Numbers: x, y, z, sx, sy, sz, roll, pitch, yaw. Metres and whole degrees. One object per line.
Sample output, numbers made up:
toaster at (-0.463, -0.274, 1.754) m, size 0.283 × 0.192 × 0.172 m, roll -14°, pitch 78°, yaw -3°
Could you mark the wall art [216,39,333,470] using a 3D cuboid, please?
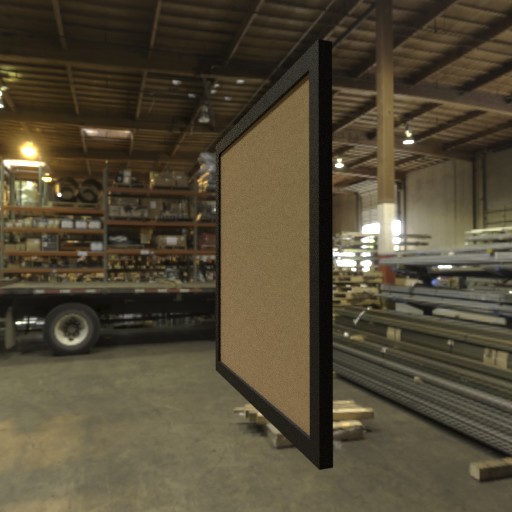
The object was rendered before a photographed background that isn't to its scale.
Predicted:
wall art at (0.000, 0.000, 0.535) m, size 0.013 × 0.356 × 0.356 m, roll 0°, pitch -1°, yaw -19°
